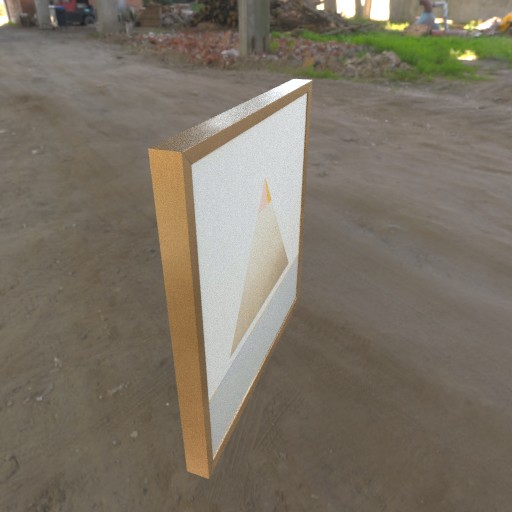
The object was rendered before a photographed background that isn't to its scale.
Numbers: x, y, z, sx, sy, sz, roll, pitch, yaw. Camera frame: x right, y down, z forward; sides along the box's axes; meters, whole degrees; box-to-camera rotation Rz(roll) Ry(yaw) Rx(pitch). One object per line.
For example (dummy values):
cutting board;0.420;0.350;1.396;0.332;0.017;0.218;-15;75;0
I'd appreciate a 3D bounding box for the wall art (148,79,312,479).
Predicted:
wall art;0.000;0.000;0.772;0.038;0.511;0.513;10;31;18
